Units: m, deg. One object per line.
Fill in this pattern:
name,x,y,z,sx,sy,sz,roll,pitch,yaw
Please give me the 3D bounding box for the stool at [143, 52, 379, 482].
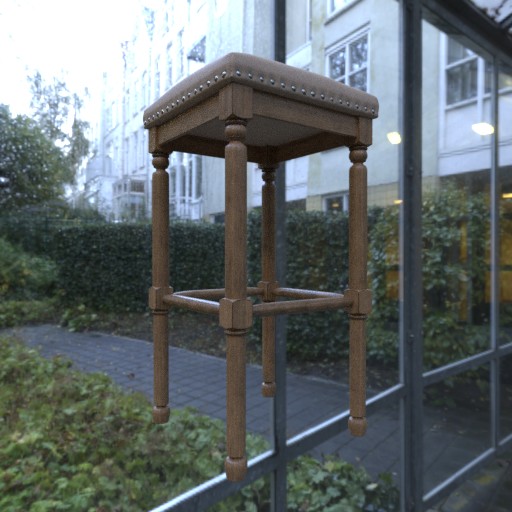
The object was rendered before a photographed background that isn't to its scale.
stool,0.000,0.000,0.989,0.382,0.768,0.383,0,1,-36
